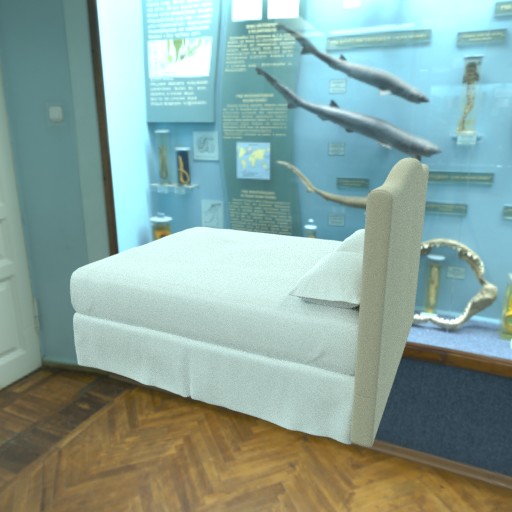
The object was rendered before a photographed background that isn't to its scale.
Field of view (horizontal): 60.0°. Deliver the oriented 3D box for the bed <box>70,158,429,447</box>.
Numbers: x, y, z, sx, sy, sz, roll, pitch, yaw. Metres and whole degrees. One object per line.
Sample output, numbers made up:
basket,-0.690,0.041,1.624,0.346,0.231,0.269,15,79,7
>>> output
bed,0.000,0.000,3.257,2.143,1.460,1.753,7,17,24
